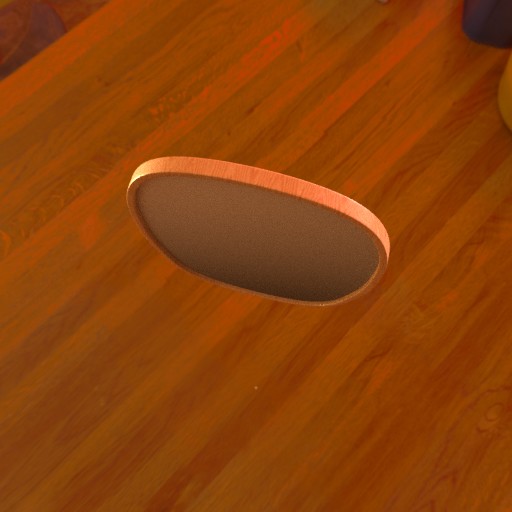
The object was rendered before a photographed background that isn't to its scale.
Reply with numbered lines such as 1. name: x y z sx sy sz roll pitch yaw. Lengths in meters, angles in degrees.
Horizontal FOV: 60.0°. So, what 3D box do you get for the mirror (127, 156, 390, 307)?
1. mirror: 0.000 0.000 1.365 0.724 1.075 0.037 14 74 4
